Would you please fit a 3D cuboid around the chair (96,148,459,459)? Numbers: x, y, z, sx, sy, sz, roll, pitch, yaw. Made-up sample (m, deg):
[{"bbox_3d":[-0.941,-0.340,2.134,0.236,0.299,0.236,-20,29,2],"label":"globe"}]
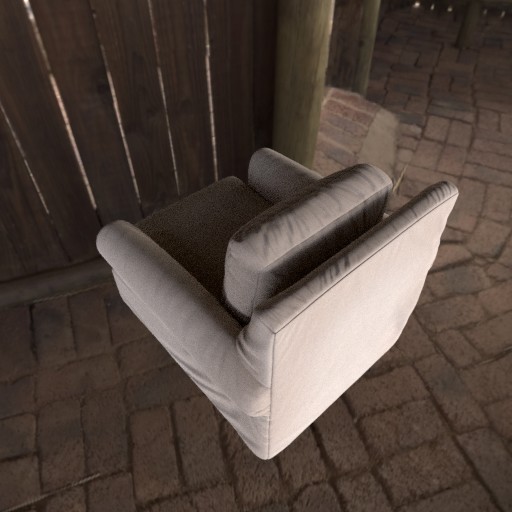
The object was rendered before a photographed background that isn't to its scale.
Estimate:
[{"bbox_3d":[0.000,0.000,1.739,0.940,0.866,1.066,-33,54,-28],"label":"chair"}]
